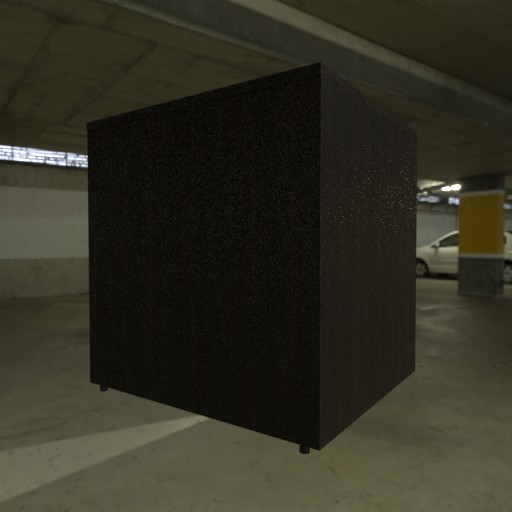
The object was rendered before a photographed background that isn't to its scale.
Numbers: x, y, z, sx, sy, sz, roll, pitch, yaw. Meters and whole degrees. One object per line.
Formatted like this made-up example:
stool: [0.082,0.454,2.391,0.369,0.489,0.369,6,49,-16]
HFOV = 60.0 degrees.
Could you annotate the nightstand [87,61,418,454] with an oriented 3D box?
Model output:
nightstand: [0.000,0.000,0.807,0.461,0.460,0.400,1,2,35]
